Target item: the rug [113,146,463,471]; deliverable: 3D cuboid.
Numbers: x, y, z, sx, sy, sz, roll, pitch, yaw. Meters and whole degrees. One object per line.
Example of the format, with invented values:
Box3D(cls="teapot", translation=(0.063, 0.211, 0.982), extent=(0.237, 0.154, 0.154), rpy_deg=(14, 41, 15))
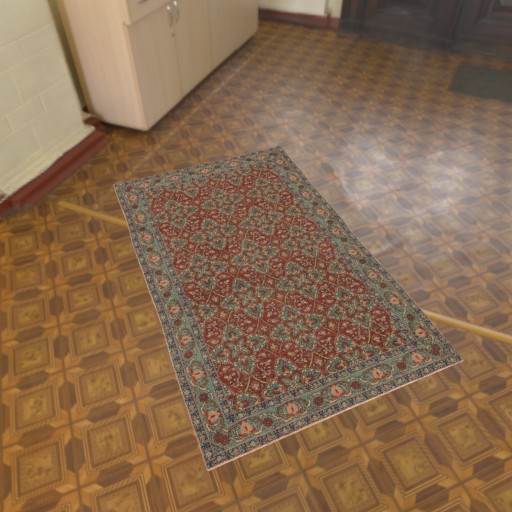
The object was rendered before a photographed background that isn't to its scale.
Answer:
Box3D(cls="rug", translation=(0.000, 0.000, 3.084), extent=(1.533, 0.011, 2.439), rpy_deg=(-17, 48, -16))
